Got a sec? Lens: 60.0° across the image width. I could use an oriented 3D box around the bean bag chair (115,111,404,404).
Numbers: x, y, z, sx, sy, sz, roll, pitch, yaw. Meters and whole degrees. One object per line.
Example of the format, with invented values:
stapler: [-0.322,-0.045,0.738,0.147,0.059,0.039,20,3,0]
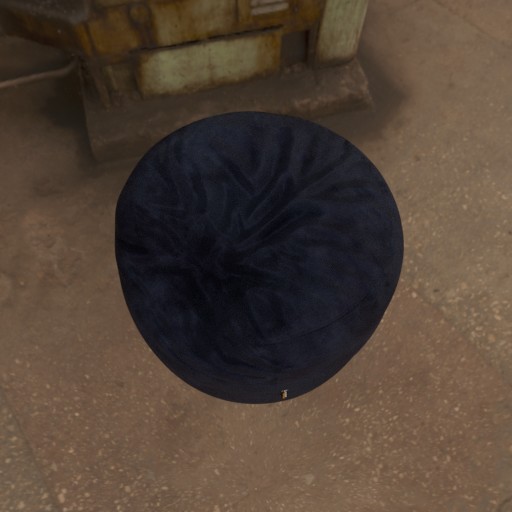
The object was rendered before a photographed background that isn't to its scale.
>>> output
bean bag chair: [0.000,0.000,1.518,0.918,0.616,0.918,0,62,0]
